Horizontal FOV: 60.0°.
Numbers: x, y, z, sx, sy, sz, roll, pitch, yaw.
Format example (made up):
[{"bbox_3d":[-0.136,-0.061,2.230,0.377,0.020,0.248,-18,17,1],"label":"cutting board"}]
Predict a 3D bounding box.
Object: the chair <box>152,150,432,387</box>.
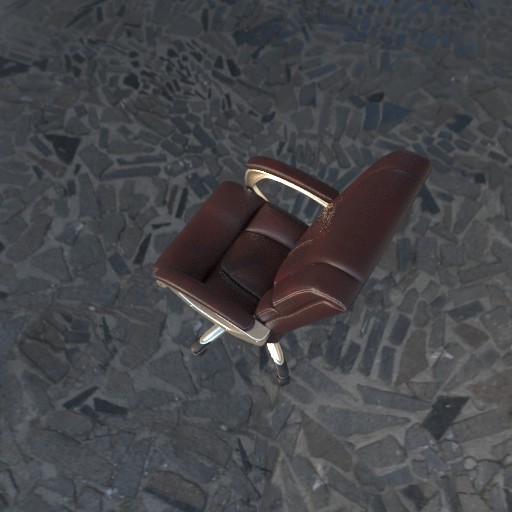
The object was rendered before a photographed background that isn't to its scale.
[{"bbox_3d":[0.000,0.000,1.541,0.739,1.107,0.662,30,68,14],"label":"chair"}]
